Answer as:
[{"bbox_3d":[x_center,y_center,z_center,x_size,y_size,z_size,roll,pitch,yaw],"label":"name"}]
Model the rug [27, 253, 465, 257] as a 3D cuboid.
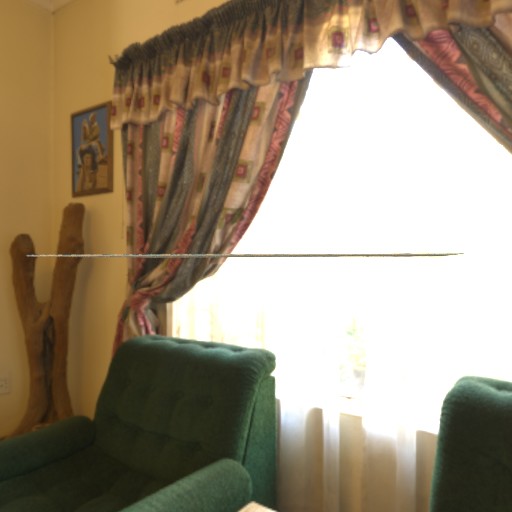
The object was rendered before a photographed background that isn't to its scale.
[{"bbox_3d":[0.000,0.000,3.022,2.447,0.011,1.520,0,-1,20],"label":"rug"}]
